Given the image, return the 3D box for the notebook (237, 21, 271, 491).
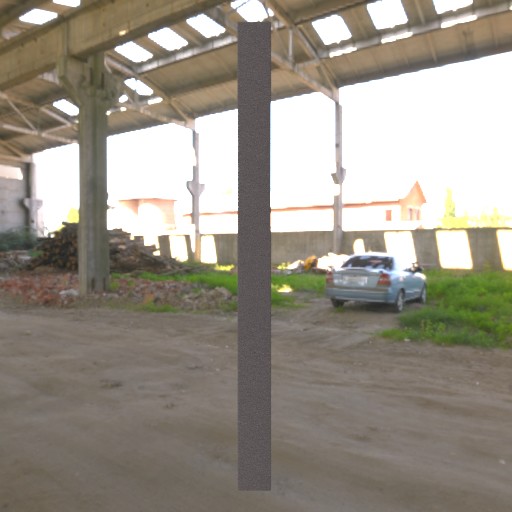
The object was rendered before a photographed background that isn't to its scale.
[{"bbox_3d":[0.000,0.000,0.264,0.016,0.213,0.127,0,1,1],"label":"notebook"}]
